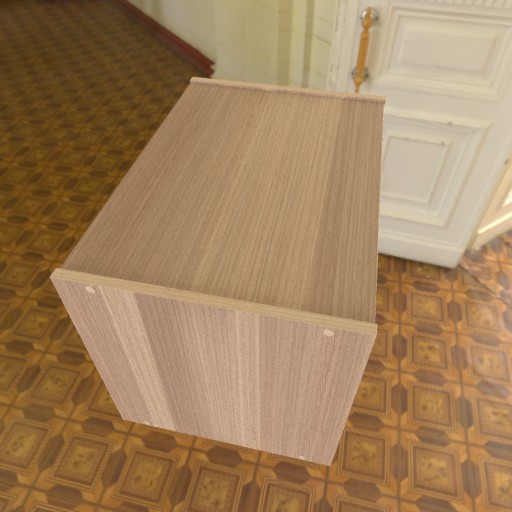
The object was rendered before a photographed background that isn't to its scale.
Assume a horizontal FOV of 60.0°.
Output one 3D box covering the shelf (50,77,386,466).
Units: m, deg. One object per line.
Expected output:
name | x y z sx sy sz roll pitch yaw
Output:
shelf | 0.000 0.000 0.628 0.290 0.305 0.415 9 47 9
